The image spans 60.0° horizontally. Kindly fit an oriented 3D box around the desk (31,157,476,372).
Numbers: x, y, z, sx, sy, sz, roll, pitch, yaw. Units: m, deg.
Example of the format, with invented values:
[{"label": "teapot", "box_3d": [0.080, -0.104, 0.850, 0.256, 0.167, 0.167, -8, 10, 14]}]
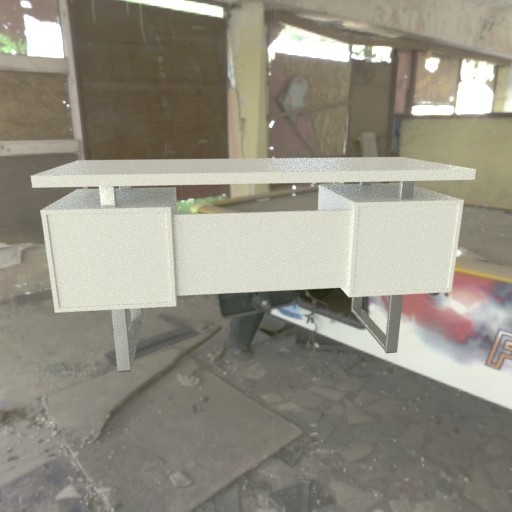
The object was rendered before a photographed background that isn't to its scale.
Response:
[{"label": "desk", "box_3d": [0.000, 0.000, 1.901, 1.530, 0.773, 0.603, -2, 17, -7]}]
